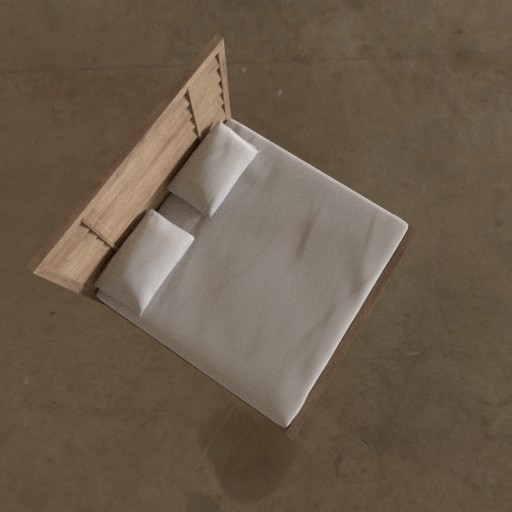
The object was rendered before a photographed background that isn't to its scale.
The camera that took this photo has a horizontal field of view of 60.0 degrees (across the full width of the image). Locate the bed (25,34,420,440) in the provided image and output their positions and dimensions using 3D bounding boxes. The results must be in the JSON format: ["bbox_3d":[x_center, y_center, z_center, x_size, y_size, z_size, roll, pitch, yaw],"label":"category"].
[{"bbox_3d":[0.000,0.000,3.550,2.032,1.626,2.032,33,78,8],"label":"bed"}]
